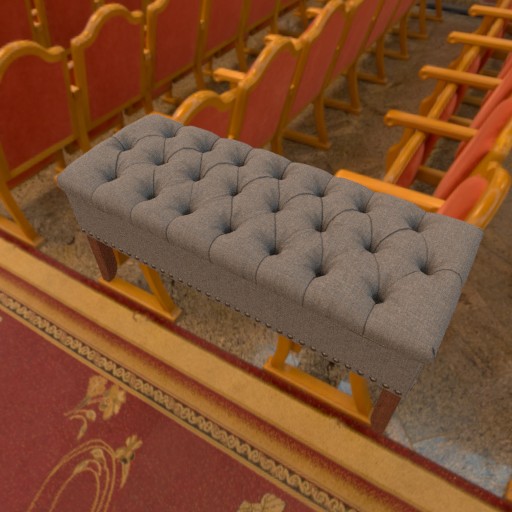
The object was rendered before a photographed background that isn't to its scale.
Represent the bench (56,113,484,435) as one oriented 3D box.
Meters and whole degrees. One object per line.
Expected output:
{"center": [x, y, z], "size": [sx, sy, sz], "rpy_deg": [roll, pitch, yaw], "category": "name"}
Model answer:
{"center": [0.000, 0.000, 1.287], "size": [1.052, 0.470, 0.417], "rpy_deg": [24, 51, 21], "category": "bench"}
